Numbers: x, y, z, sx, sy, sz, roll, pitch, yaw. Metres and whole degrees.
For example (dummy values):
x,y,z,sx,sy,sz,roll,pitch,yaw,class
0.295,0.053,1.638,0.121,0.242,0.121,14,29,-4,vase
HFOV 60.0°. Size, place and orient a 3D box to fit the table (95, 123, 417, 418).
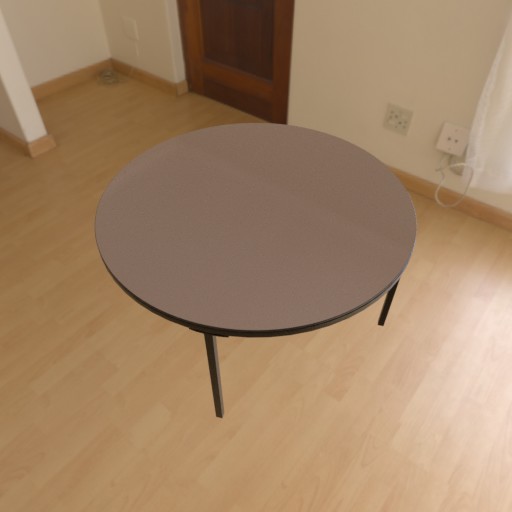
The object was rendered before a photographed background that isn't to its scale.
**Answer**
x,y,z,sx,sy,sz,roll,pitch,yaw,class
0.000,0.000,1.274,0.800,0.400,0.800,0,45,0,table
